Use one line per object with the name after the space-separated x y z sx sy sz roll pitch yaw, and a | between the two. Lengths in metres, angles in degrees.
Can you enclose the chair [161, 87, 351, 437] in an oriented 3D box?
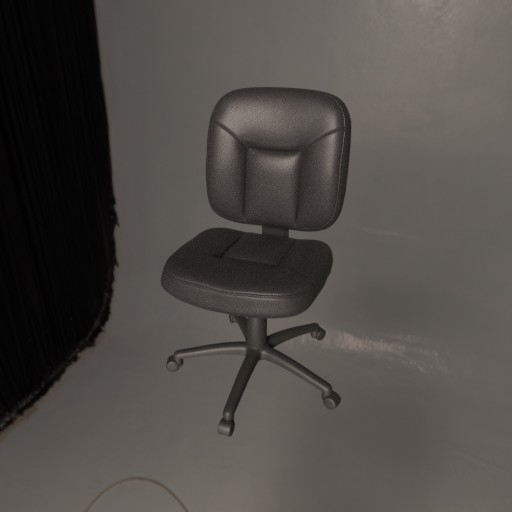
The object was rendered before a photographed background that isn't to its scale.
0.000 0.000 1.424 0.647 0.959 0.646 9 29 16 | chair
